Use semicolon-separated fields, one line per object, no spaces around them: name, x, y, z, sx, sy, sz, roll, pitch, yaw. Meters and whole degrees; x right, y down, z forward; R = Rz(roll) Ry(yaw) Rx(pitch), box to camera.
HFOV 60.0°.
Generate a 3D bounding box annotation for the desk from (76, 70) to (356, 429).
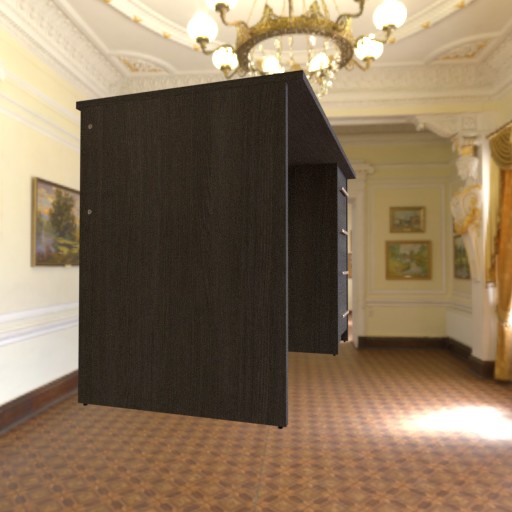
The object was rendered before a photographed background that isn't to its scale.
desk;0.000;0.000;1.498;0.560;0.730;1.096;0;-1;18
